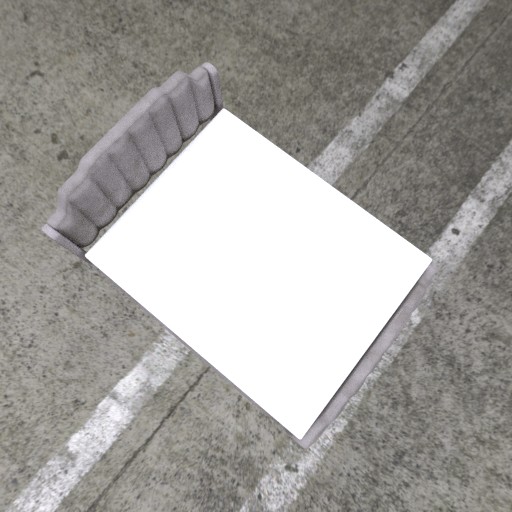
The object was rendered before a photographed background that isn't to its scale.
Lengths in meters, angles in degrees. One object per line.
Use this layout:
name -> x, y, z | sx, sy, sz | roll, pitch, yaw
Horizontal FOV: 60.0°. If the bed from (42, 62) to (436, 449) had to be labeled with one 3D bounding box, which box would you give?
bed -> 0.000, 0.000, 3.286 | 2.340, 1.245, 1.676 | 38, 78, 9
